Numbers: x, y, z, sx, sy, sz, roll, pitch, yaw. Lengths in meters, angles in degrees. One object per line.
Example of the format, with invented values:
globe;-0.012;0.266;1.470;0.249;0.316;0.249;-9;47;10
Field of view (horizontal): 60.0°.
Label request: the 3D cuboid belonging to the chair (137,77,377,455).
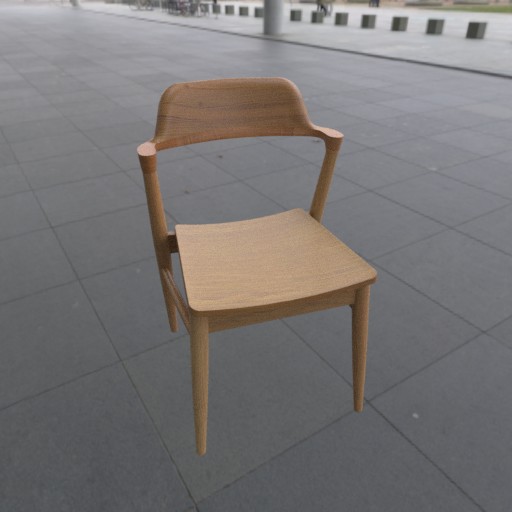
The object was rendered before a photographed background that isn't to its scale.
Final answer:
chair;0.000;0.000;1.149;0.512;0.792;0.499;-9;32;-15
